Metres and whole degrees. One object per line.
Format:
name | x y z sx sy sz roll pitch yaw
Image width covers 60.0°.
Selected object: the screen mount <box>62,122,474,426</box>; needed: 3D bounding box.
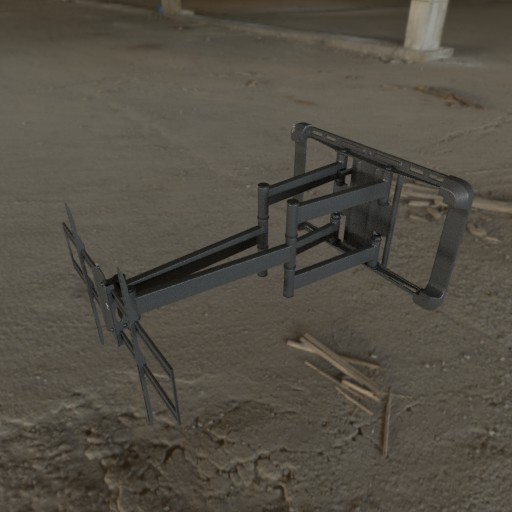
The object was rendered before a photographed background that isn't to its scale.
screen mount | 0.000 0.000 1.311 0.905 0.483 0.725 -21 39 -29
